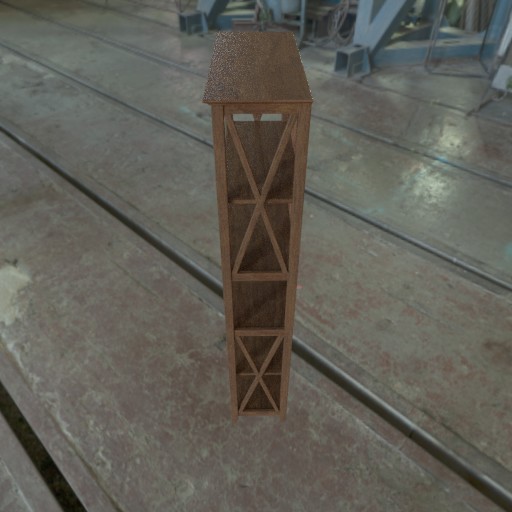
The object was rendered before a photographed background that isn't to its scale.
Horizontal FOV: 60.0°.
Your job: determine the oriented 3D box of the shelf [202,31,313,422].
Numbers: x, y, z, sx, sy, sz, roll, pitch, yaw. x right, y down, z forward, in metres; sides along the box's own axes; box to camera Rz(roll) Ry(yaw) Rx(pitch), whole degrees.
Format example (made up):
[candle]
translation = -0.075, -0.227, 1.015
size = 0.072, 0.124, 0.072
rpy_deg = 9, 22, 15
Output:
[shelf]
translation = 0.000, 0.000, 2.257
size = 0.335, 1.905, 0.805
rpy_deg = 0, 40, -1
